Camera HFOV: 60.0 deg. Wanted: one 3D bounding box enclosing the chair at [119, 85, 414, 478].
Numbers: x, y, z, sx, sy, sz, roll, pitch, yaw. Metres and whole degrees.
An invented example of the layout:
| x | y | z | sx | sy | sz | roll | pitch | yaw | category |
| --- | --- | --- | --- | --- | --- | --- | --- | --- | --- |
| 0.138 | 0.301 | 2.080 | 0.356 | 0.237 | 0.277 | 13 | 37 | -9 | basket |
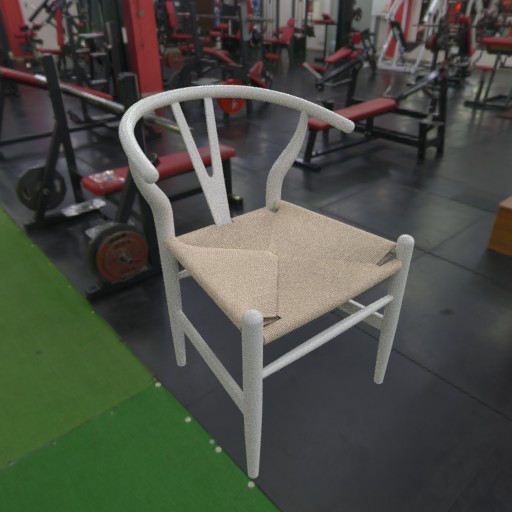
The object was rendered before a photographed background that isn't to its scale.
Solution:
| x | y | z | sx | sy | sz | roll | pitch | yaw | category |
| --- | --- | --- | --- | --- | --- | --- | --- | --- | --- |
| 0.000 | 0.000 | 1.117 | 0.569 | 0.730 | 0.579 | -22 | 37 | -32 | chair |
